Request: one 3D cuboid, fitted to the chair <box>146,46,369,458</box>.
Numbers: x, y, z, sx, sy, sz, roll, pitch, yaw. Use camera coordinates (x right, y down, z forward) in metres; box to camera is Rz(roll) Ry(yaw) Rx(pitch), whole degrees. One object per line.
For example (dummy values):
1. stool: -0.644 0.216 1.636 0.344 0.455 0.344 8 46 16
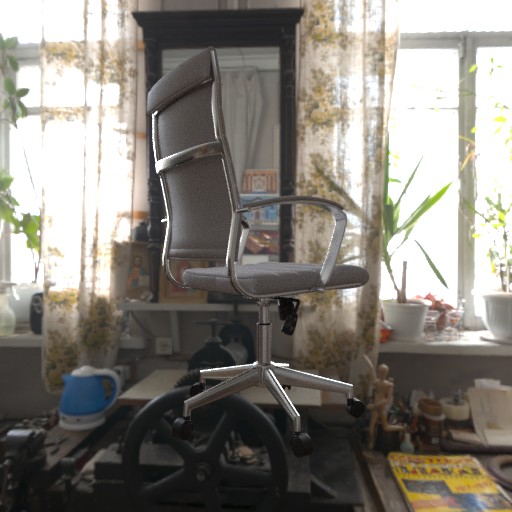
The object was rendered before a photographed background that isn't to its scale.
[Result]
1. chair: 0.000 0.000 1.561 0.667 1.149 0.679 0 1 -36
